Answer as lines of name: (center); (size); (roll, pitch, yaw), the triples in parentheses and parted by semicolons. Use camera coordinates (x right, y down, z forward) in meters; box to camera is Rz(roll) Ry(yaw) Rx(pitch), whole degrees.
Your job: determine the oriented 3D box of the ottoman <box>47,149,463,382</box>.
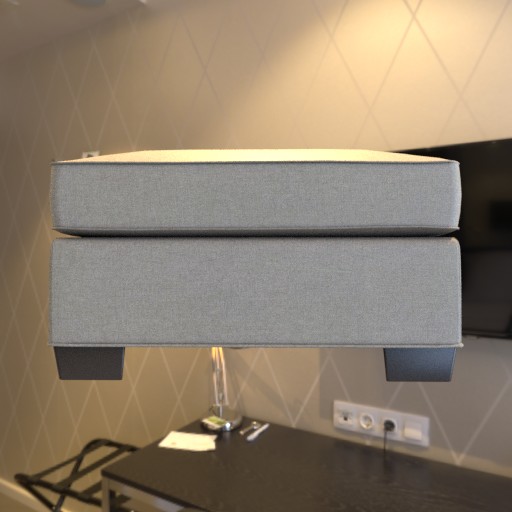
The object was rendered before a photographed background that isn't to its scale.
ottoman: (0.000, 0.000, 1.187); (0.843, 0.504, 0.619); (0, 0, 1)
